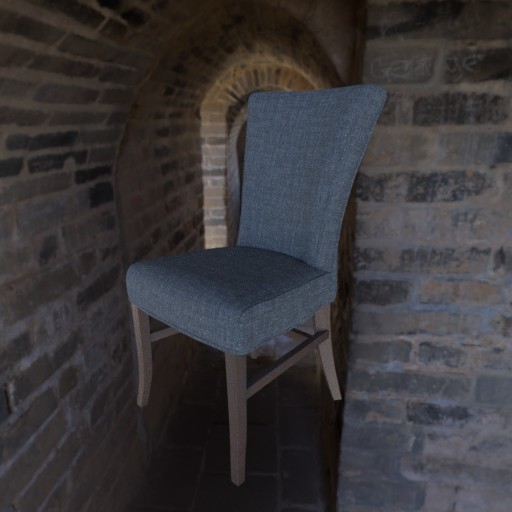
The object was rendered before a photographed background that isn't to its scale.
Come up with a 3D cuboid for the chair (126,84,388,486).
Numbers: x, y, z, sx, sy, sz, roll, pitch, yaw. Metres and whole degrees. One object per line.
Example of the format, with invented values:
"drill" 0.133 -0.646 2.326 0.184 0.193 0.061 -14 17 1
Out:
"chair" 0.000 0.000 1.361 0.660 0.991 0.520 -15 22 -43
